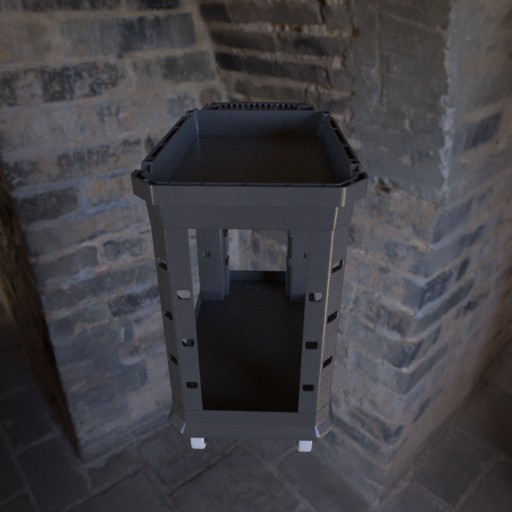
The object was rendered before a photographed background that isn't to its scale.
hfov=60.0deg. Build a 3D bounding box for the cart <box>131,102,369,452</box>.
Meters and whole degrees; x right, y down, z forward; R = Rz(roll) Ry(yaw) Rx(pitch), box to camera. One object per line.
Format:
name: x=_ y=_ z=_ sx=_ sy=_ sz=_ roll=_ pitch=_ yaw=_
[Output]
cart: x=0.000 y=0.000 z=1.538 sx=0.497 sy=0.884 sz=1.061 roll=1 pitch=29 yaw=2
